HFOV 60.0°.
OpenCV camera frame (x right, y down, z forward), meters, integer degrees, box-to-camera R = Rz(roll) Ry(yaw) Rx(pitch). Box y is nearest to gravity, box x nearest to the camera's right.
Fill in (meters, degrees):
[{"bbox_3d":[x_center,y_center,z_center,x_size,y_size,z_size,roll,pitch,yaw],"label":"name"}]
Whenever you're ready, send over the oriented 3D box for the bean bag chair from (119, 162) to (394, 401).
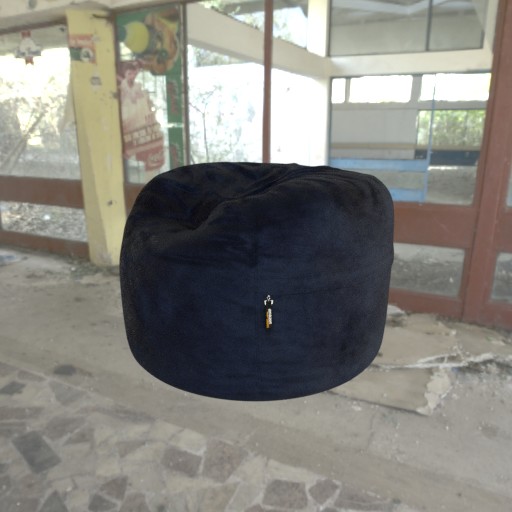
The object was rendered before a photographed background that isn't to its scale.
[{"bbox_3d":[0.000,0.000,1.540,0.918,0.616,0.918,0,15,0],"label":"bean bag chair"}]
